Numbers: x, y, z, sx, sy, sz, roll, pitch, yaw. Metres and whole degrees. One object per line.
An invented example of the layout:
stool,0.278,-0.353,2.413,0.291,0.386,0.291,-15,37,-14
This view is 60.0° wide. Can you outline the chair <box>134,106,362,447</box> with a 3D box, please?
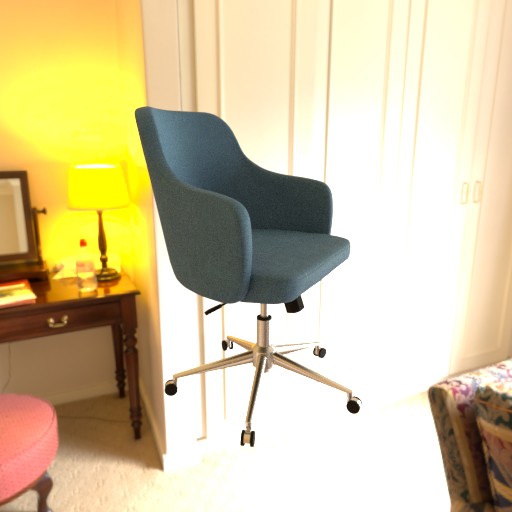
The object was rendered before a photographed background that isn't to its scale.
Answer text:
chair,0.000,0.000,1.276,0.655,0.820,0.599,7,16,27
